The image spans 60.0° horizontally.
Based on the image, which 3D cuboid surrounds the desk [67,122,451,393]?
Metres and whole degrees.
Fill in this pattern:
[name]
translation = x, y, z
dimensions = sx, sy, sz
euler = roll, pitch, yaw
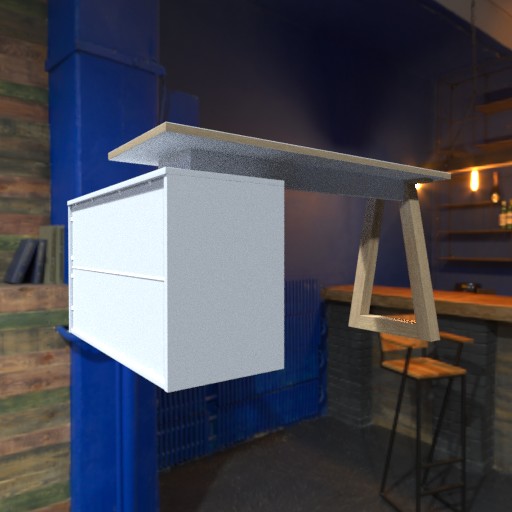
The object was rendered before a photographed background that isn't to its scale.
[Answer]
[desk]
translation = 0.000, 0.000, 2.062
dimensions = 1.404, 0.755, 1.098
euler = -1, 1, -36
